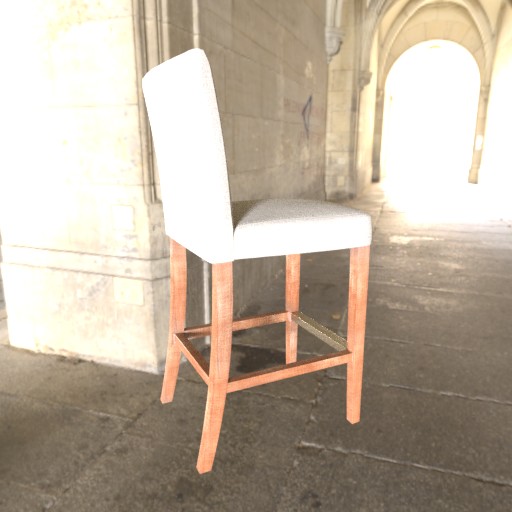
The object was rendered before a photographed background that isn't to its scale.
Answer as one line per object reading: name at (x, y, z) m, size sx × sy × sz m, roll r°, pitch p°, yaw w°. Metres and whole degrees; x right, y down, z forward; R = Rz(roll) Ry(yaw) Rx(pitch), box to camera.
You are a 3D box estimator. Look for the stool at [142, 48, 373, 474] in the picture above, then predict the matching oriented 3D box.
stool at (0.000, 0.000, 1.383) m, size 0.570 × 1.088 × 0.439 m, roll -7°, pitch 16°, yaw -26°
